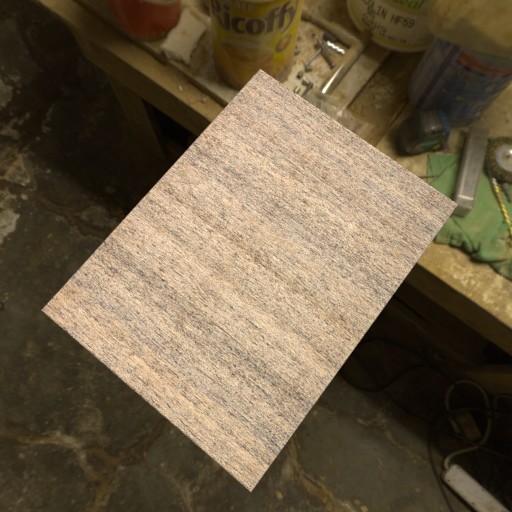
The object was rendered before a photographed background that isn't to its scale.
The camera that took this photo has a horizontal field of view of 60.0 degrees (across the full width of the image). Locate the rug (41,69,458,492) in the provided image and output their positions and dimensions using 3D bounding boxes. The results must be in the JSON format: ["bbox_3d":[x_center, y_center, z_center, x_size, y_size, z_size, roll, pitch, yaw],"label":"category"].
[{"bbox_3d":[0.000,0.000,4.129,2.414,0.036,3.199,37,79,9],"label":"rug"}]
